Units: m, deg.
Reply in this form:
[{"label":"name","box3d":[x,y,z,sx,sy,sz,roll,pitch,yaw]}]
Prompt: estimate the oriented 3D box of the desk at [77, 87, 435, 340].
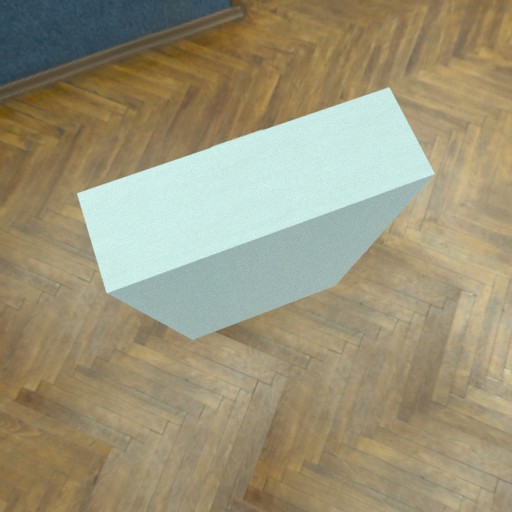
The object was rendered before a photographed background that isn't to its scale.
[{"label":"desk","box3d":[0.000,0.000,1.591,0.750,1.280,0.250,-20,76,-5]}]
